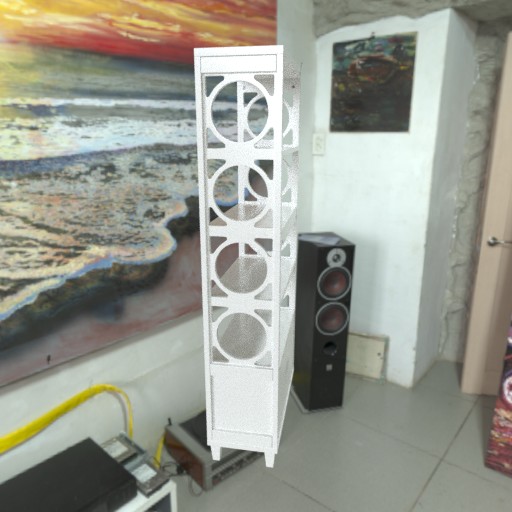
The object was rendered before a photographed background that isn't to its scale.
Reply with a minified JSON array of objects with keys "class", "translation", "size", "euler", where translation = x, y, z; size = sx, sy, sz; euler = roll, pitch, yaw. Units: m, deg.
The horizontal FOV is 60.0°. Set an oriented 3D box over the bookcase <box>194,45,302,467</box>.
[{"class":"bookcase","translation":[0.000,0.000,2.211],"size":[0.361,1.869,0.761],"euler":[3,16,10]}]
